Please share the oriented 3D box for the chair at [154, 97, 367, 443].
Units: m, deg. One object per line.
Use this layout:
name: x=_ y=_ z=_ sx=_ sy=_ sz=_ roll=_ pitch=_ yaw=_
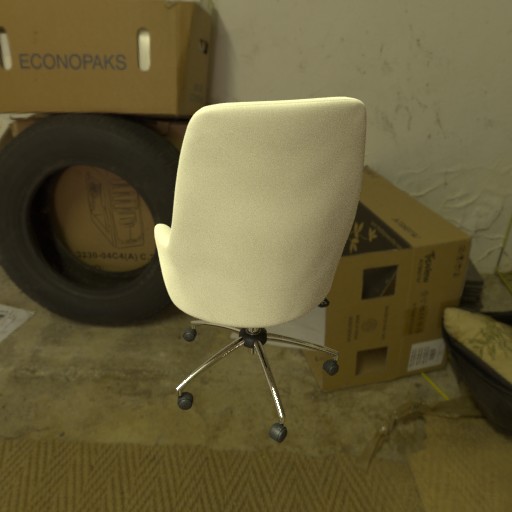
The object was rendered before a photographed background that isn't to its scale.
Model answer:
chair: x=0.000 y=0.000 z=1.445 sx=0.620 sy=1.049 sz=0.640 roll=-9 pitch=30 yaw=-15
